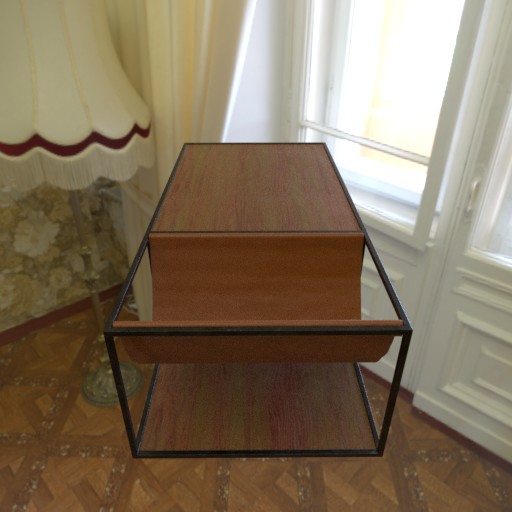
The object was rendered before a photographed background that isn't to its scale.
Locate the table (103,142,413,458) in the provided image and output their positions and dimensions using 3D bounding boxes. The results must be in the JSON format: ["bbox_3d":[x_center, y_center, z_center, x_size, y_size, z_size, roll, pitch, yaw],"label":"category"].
[{"bbox_3d":[0.000,0.000,1.467,0.597,0.403,1.199,0,31,0],"label":"table"}]
